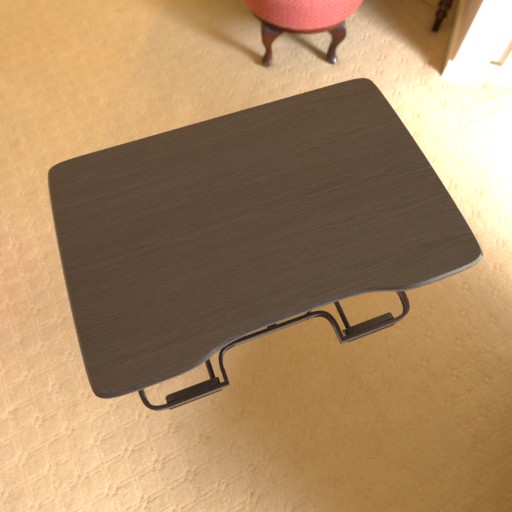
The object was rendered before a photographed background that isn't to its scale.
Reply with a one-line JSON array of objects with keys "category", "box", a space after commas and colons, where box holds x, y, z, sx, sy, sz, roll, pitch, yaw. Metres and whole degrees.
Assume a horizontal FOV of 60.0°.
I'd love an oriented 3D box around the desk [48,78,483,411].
[{"category": "desk", "box": [0.000, 0.000, 1.149, 0.820, 0.470, 0.546, -19, 66, -8]}]
